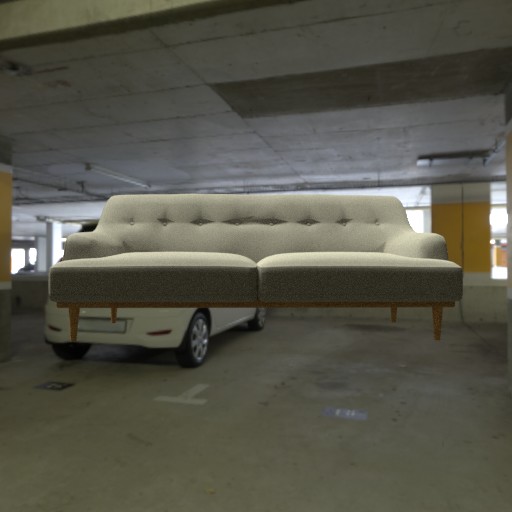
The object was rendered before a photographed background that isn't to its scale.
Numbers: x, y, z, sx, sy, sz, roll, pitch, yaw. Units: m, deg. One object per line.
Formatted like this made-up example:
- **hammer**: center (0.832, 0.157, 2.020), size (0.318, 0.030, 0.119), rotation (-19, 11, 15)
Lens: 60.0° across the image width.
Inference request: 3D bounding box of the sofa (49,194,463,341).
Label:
- **sofa**: center (0.000, 0.000, 2.638), size (2.057, 0.871, 0.978), rotation (0, -1, -1)
